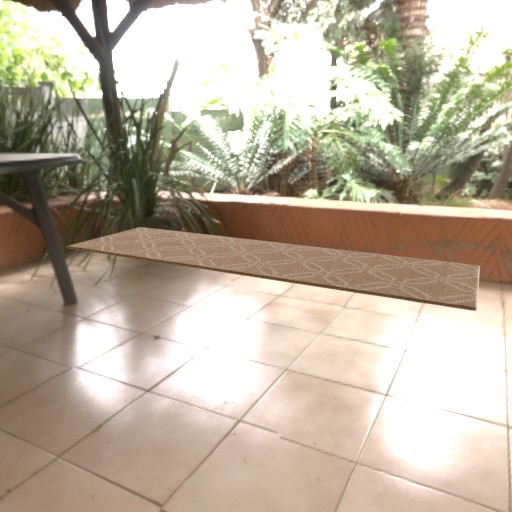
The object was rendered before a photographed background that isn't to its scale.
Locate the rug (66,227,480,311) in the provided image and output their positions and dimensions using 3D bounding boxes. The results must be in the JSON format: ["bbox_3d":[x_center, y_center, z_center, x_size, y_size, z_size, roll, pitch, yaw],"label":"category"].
[{"bbox_3d":[0.000,0.000,2.517,2.276,0.014,0.678,7,17,26],"label":"rug"}]
